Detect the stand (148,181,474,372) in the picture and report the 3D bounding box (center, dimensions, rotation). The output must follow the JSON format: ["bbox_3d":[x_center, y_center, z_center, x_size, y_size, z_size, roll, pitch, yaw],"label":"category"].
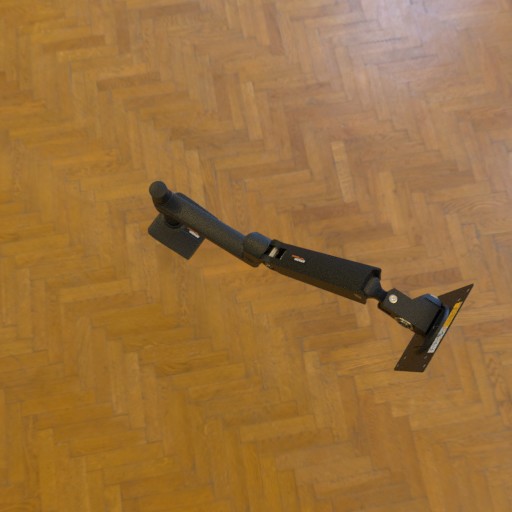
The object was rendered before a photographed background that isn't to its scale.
[{"bbox_3d":[0.000,0.000,0.998,0.650,0.713,0.152,34,79,8],"label":"stand"}]
